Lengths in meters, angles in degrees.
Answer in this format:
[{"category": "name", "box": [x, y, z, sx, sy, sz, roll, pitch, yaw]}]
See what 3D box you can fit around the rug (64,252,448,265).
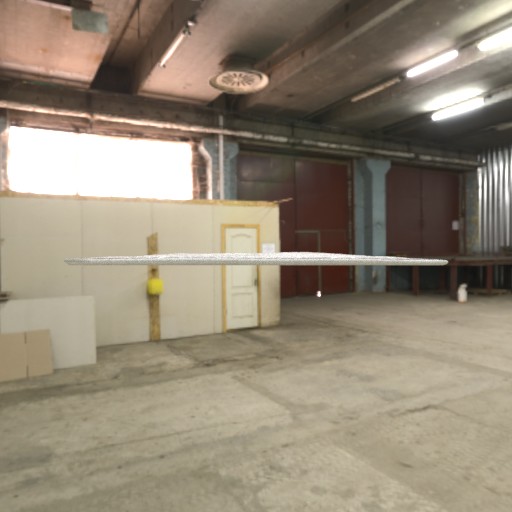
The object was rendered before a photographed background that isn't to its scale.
[{"category": "rug", "box": [0.000, 0.000, 2.979, 1.537, 0.036, 2.447, 0, 1, 0]}]
